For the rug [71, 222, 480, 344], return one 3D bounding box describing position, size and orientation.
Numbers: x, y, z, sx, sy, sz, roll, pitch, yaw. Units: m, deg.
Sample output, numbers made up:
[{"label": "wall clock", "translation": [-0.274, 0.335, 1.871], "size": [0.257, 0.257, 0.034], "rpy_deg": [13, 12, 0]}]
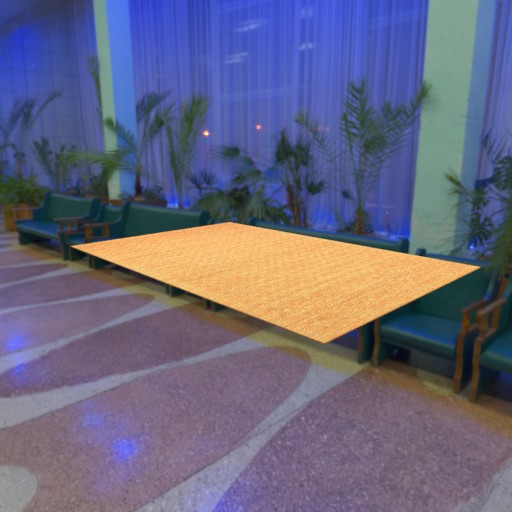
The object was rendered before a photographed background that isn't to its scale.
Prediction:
[{"label": "rug", "translation": [0.000, 0.000, 2.933], "size": [1.524, 0.006, 2.285], "rpy_deg": [-13, 19, -43]}]
